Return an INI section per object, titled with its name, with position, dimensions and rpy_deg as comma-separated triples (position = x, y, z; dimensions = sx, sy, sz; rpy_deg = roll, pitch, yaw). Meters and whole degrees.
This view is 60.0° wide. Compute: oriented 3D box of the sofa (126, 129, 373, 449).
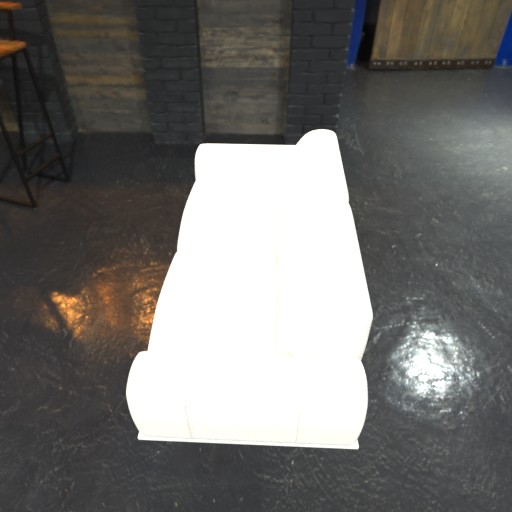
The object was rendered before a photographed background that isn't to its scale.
[sofa]
position = 0.000, 0.000, 2.345
dimensions = 0.900, 0.772, 1.901
rpy_deg = 2, 41, 2
